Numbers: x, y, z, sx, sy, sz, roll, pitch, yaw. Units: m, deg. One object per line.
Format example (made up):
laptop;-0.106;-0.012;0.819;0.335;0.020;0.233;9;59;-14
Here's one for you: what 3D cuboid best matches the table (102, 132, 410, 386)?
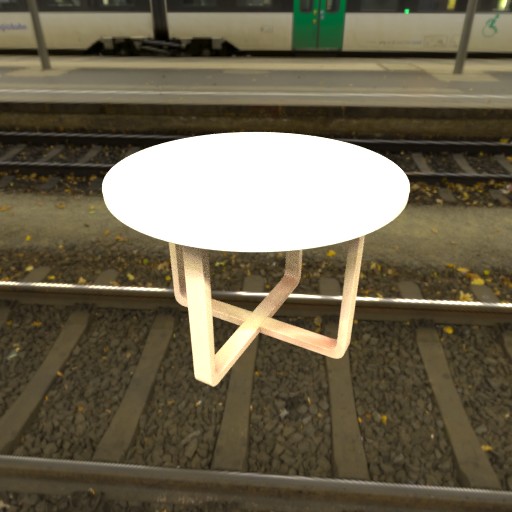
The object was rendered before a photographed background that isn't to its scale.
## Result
table;0.000;0.000;1.003;0.600;0.400;0.600;0;30;0
